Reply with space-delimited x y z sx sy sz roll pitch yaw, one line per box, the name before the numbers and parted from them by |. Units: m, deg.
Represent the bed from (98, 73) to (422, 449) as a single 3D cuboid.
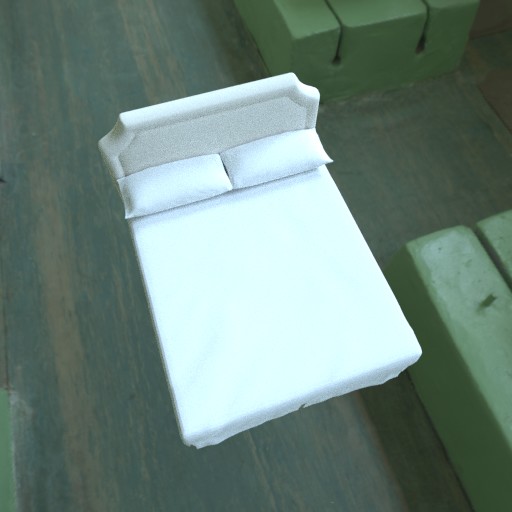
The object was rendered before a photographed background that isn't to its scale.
bed | 0.000 0.000 3.898 2.134 1.524 2.548 -17 63 -9
